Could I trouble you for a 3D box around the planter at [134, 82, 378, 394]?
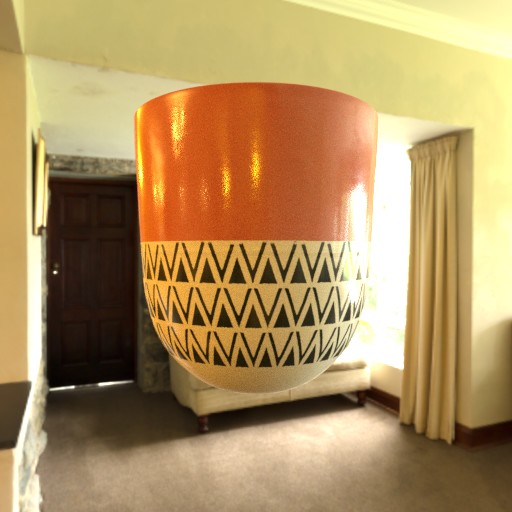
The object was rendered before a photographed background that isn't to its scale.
[{"bbox_3d":[0.000,0.000,0.367,0.195,0.214,0.195,0,1,0],"label":"planter"}]
